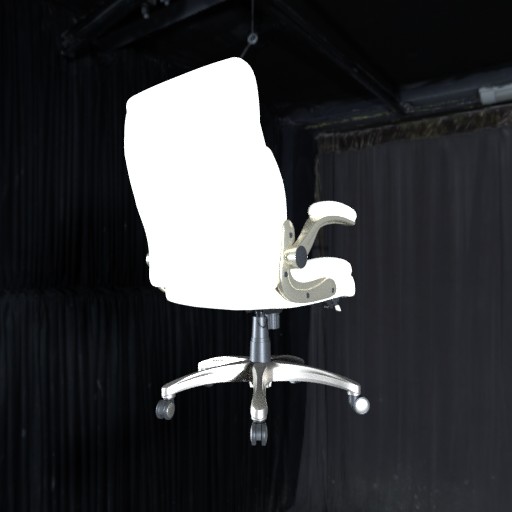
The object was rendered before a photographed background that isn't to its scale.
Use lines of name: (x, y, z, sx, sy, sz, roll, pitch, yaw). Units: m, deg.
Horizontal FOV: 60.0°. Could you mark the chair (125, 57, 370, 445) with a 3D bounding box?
chair: (0.000, 0.000, 1.636, 0.740, 1.110, 0.794, -1, -1, 35)
